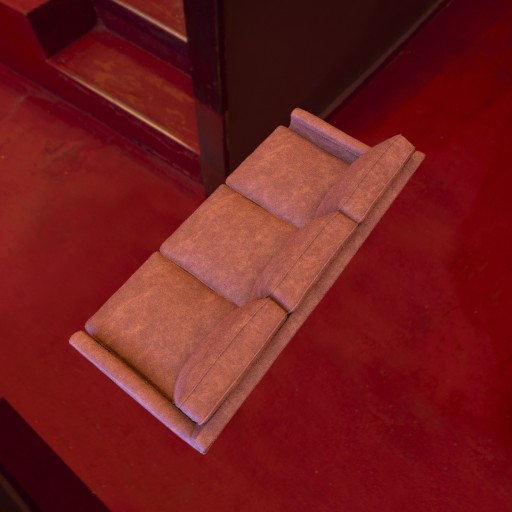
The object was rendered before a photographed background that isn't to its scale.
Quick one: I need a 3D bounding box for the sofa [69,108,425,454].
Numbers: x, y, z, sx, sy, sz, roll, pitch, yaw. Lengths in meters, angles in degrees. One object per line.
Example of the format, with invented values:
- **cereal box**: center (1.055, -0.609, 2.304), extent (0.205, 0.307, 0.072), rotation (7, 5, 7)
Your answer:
- **sofa**: center (0.000, 0.000, 2.855), extent (1.084, 1.003, 2.246), rotation (34, 68, 16)
